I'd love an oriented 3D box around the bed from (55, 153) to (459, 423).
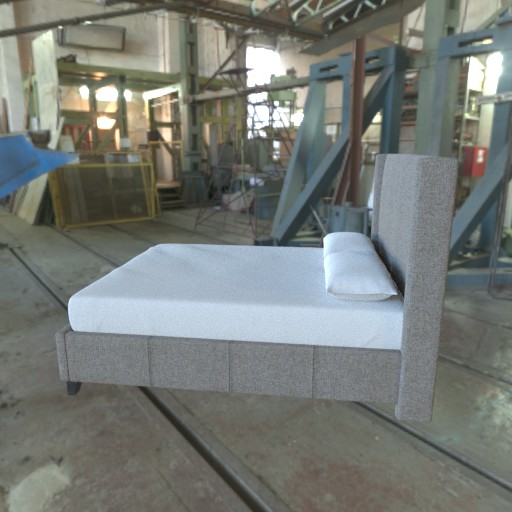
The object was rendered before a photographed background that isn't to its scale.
[{"bbox_3d":[0.000,0.000,3.297,2.245,1.481,1.714,2,14,8],"label":"bed"}]
